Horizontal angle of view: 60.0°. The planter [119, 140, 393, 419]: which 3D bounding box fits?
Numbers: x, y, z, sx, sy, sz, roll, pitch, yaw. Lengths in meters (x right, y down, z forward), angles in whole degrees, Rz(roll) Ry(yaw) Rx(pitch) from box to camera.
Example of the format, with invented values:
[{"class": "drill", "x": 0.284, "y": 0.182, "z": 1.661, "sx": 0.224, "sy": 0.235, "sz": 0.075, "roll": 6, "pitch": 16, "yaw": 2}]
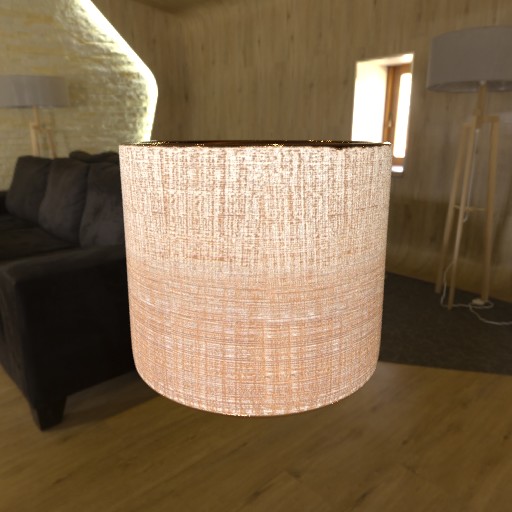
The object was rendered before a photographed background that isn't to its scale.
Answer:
[{"class": "planter", "x": 0.000, "y": 0.000, "z": 0.314, "sx": 0.177, "sy": 0.157, "sz": 0.177, "roll": 0, "pitch": 15, "yaw": 0}]
